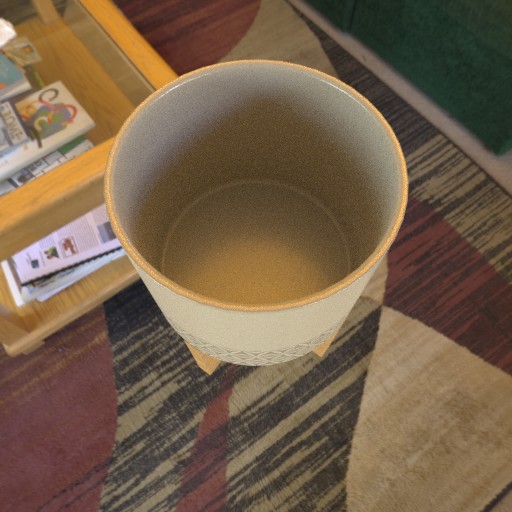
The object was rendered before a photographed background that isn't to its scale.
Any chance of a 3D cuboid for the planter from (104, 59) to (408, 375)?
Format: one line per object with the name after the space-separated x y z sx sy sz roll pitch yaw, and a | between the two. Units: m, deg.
0.000 0.000 0.519 0.249 0.343 0.249 0 65 0 | planter
